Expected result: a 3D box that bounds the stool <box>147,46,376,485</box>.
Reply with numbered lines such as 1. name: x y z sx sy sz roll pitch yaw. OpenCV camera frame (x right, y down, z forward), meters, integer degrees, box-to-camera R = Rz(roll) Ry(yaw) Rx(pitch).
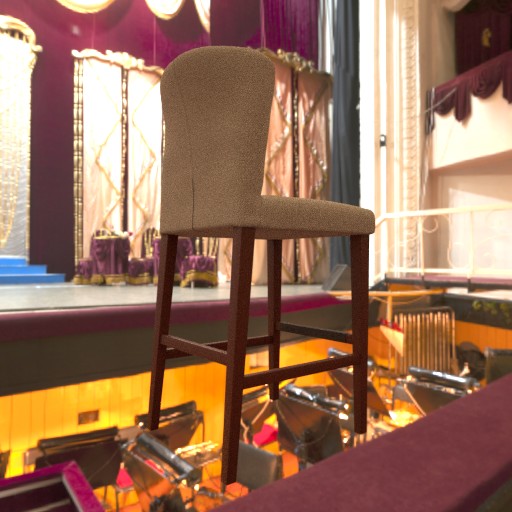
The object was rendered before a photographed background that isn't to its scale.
1. stool: 0.000 0.000 1.359 0.568 1.069 0.481 0 -1 -38
